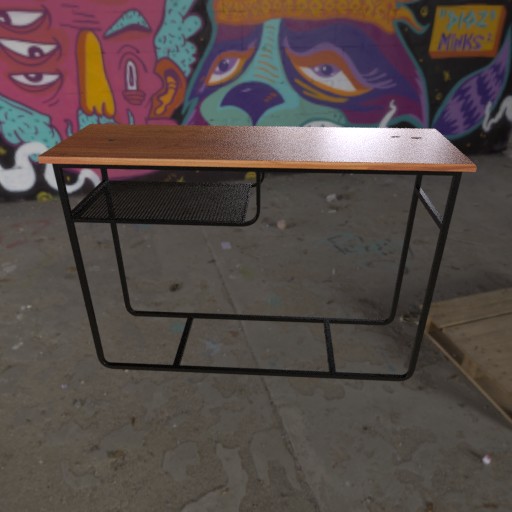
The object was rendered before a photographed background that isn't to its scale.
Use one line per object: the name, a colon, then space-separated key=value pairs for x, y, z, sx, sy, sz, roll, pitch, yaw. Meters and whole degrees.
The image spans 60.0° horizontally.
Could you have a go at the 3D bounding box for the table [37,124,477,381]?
table: x=0.000 y=0.000 z=1.444 sx=1.100 sy=0.750 sz=0.350 roll=2 pitch=30 yaw=3
